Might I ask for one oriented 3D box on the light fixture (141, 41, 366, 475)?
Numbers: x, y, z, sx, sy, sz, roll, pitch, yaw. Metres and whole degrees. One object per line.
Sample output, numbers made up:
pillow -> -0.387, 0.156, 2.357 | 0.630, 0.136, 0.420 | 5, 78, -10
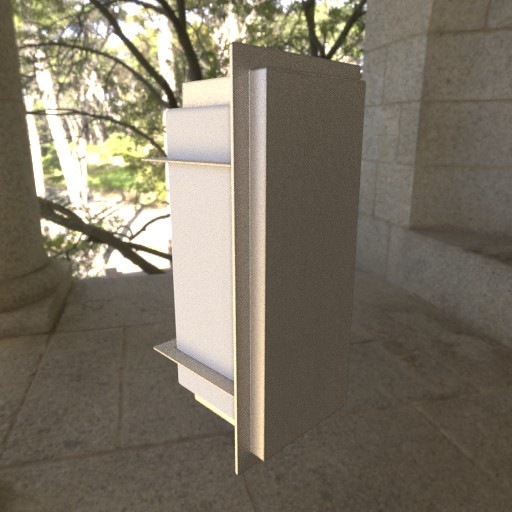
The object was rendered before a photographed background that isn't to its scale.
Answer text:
light fixture -> 0.000, 0.000, 0.472 | 0.168, 0.380, 0.160 | -14, 21, -42
